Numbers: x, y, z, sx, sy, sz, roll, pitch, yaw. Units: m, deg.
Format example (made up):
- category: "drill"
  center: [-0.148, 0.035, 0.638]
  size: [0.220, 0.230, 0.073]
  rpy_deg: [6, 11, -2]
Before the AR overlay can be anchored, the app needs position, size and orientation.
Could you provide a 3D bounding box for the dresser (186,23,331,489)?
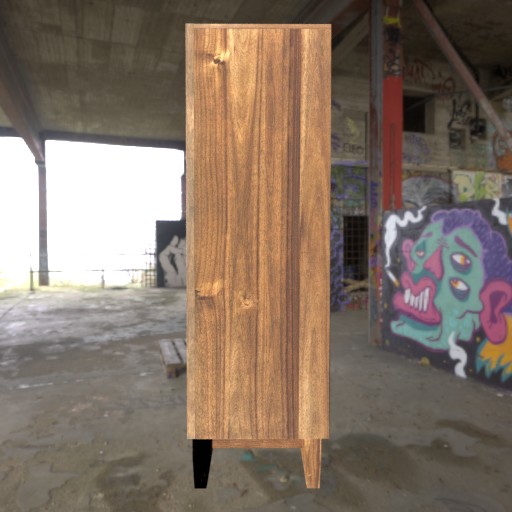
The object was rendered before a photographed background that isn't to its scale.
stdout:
- category: "dresser"
  center: [0.000, 0.000, 1.852]
  size: [0.442, 1.393, 1.062]
  rpy_deg: [0, 1, 0]
